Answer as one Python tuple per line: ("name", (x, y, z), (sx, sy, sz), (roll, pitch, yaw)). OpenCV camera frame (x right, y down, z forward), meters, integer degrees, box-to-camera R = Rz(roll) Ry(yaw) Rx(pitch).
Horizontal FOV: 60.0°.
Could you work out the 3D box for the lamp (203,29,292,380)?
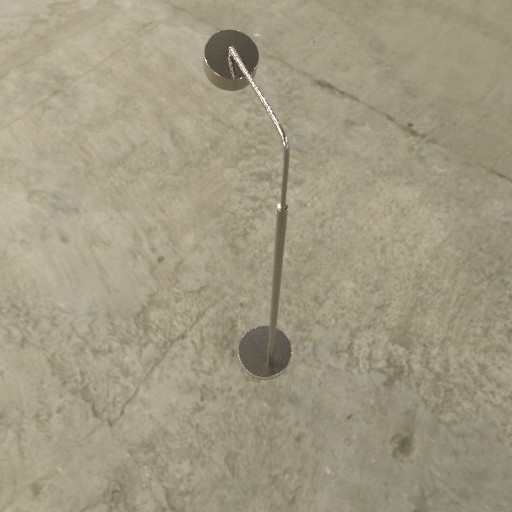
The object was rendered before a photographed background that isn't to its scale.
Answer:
("lamp", (0.000, 0.000, 1.385), (0.222, 1.250, 0.421), (-18, 60, -11))
